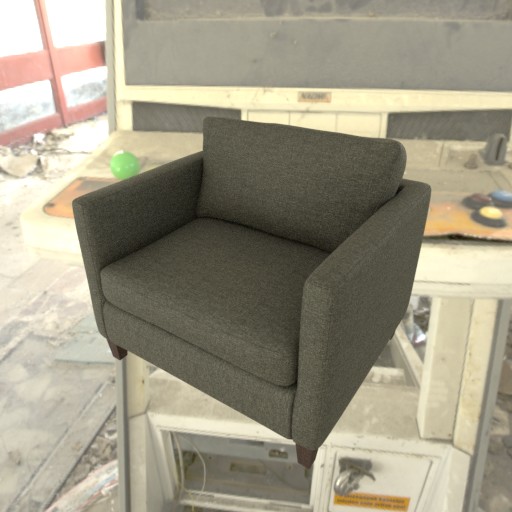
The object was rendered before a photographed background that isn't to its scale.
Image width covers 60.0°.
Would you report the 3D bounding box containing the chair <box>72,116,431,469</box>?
[{"bbox_3d":[0.000,0.000,1.827,1.107,0.963,0.959,18,34,29],"label":"chair"}]
